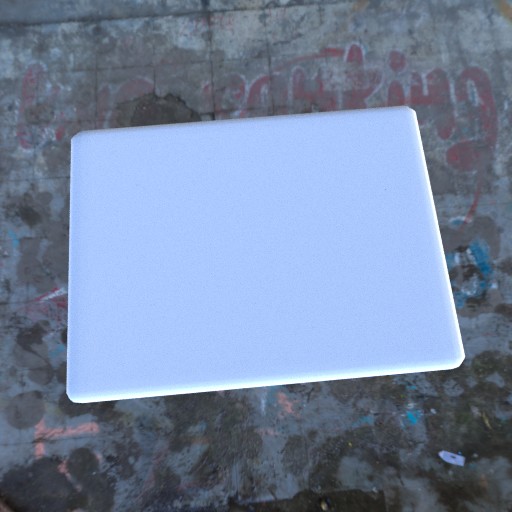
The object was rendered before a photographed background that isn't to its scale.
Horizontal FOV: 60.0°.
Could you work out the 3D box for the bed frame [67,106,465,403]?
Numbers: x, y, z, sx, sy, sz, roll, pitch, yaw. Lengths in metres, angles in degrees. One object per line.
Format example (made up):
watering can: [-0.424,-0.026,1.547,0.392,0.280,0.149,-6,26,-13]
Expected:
bed frame: [0.000,0.000,2.726,2.037,0.677,1.528,-5,75,-1]
